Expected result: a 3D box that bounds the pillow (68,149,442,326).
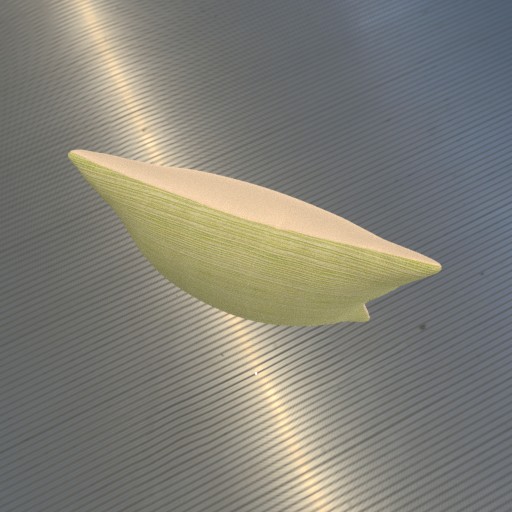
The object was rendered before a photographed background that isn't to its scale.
[{"bbox_3d":[0.000,0.000,0.830,0.560,0.487,0.229,18,76,5],"label":"pillow"}]
